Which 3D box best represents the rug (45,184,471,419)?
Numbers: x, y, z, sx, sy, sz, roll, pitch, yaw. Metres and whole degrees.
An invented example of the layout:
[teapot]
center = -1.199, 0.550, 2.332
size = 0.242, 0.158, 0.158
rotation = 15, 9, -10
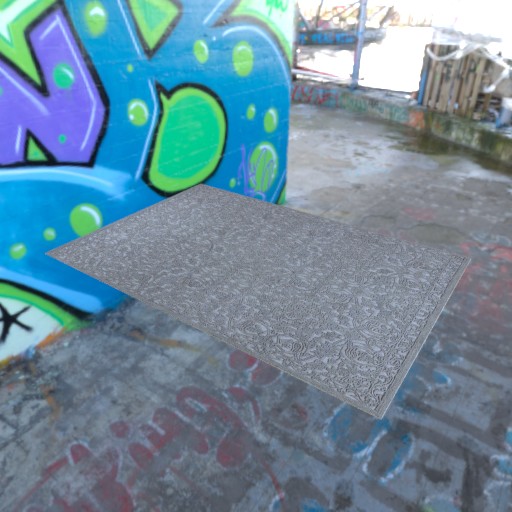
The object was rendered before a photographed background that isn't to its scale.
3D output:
[rug]
center = 0.000, 0.000, 2.286
size = 1.827, 0.006, 1.221
rotation = 20, 35, 30
